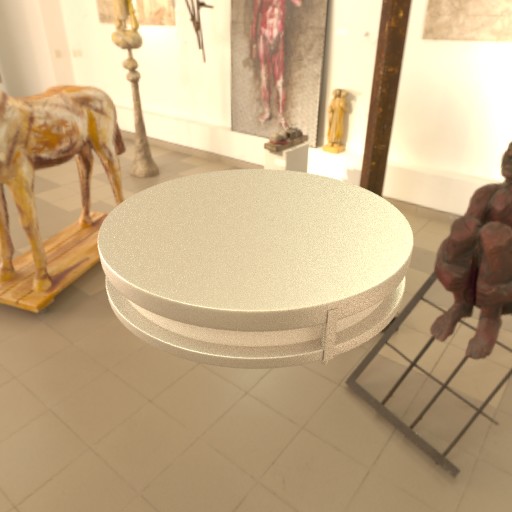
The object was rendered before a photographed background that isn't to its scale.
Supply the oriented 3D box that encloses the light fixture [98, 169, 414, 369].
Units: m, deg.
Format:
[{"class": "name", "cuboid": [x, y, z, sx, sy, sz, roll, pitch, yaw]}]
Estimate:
[{"class": "light fixture", "cuboid": [0.000, 0.000, 0.545, 0.356, 0.102, 0.356, 0, 30, 0]}]
